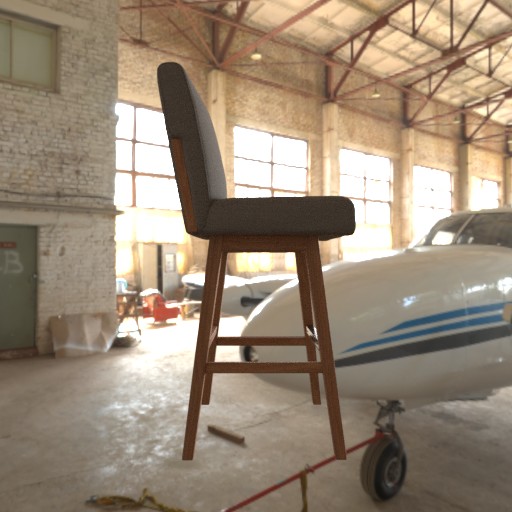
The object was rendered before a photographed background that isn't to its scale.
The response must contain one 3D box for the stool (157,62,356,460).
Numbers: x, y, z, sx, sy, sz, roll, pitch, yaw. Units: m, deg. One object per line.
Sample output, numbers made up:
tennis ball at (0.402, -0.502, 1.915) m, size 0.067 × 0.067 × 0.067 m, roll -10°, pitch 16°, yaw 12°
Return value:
stool at (0.000, 0.000, 1.445) m, size 0.570 × 1.112 × 0.483 m, roll 0°, pitch 0°, yaw 0°
